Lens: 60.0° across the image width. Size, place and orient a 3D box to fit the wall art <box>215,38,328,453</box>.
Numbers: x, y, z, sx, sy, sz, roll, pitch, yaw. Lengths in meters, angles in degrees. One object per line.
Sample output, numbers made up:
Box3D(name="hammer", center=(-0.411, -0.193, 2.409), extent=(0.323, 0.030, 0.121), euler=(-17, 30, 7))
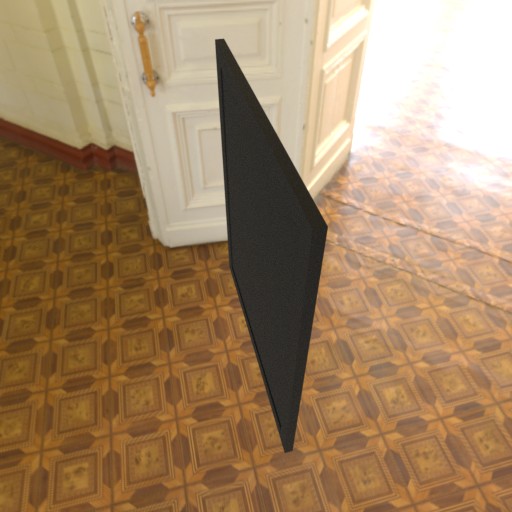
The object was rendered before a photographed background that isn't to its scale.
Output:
Box3D(name="wall art", center=(0.000, 0.000, 0.503), extent=(0.010, 0.361, 0.311), euler=(-11, 47, -10))
